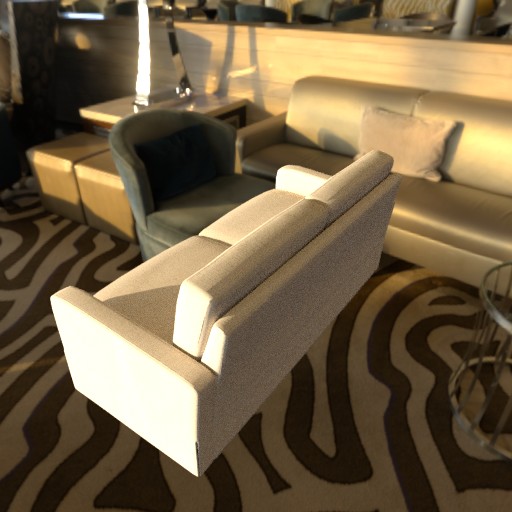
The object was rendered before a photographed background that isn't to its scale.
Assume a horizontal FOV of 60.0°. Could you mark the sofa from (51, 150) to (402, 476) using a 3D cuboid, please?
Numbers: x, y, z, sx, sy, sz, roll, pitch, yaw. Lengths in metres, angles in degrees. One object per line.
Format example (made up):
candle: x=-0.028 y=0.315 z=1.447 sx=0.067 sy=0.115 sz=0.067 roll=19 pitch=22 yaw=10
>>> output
sofa: x=0.000 y=0.000 z=2.290 sx=0.894 sy=0.831 sz=1.808 roll=21 pitch=38 yaw=29
